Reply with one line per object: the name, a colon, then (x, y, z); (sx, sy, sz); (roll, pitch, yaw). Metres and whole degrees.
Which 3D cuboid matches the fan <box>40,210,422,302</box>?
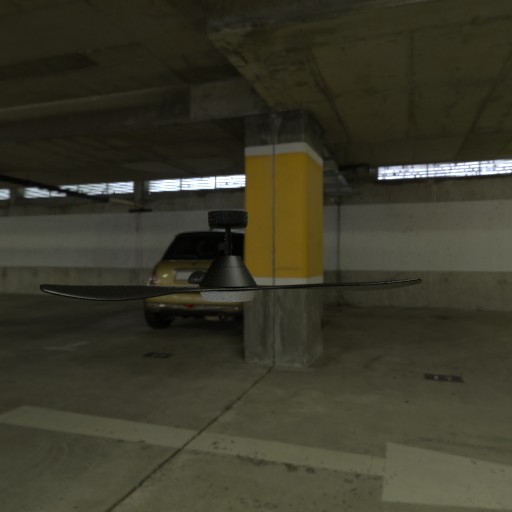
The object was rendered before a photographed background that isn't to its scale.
fan: (0.000, 0.000, 1.605); (1.067, 0.305, 1.067); (0, 0, 0)
